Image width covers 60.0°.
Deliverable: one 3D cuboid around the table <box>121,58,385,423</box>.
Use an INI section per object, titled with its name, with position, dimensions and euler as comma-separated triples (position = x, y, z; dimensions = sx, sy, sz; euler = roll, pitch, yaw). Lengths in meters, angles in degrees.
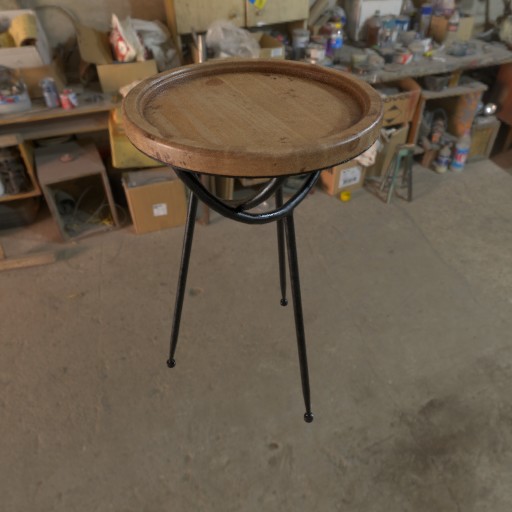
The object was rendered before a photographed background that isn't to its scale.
[table]
position = 0.000, 0.000, 0.915
dimensions = 0.414, 0.664, 0.418
euler = 26, 46, 28
